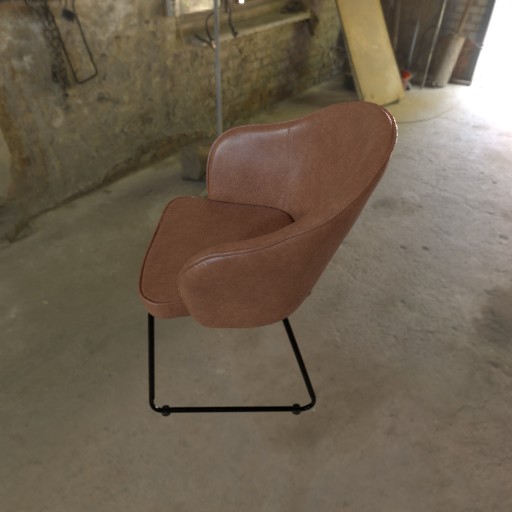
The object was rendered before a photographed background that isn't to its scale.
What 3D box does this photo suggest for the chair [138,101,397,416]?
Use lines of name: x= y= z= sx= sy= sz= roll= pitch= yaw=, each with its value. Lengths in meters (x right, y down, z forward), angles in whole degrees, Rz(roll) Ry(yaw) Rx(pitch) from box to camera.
chair: x=0.000 y=0.000 z=1.191 sx=0.580 sy=0.785 sz=0.582 roll=2 pitch=40 yaw=2
